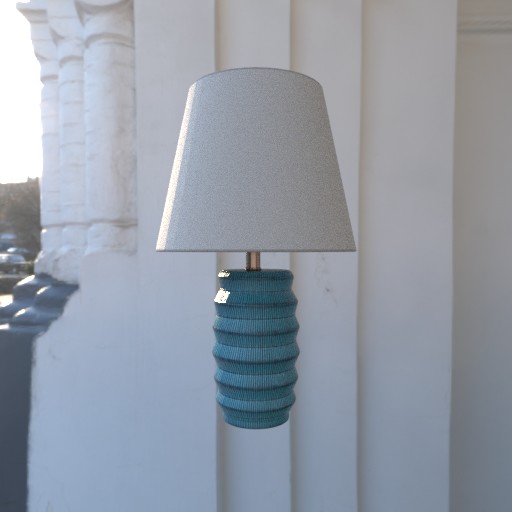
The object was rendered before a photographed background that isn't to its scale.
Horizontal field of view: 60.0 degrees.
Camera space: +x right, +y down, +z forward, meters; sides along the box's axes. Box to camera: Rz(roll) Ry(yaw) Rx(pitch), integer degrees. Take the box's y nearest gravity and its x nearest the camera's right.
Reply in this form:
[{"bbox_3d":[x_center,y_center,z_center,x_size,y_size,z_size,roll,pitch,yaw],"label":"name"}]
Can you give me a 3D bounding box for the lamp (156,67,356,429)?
[{"bbox_3d":[0.000,0.000,0.801,0.355,0.582,0.355,0,1,0],"label":"lamp"}]
